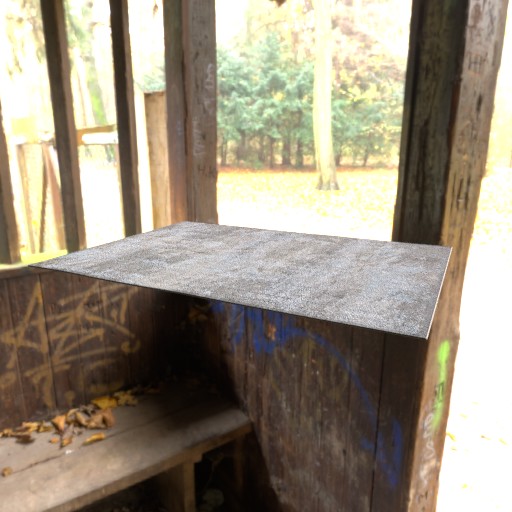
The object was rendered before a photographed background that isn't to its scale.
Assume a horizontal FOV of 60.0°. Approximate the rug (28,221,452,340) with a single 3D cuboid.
[{"bbox_3d":[0.000,0.000,4.212,3.307,0.013,2.393,7,17,25],"label":"rug"}]
